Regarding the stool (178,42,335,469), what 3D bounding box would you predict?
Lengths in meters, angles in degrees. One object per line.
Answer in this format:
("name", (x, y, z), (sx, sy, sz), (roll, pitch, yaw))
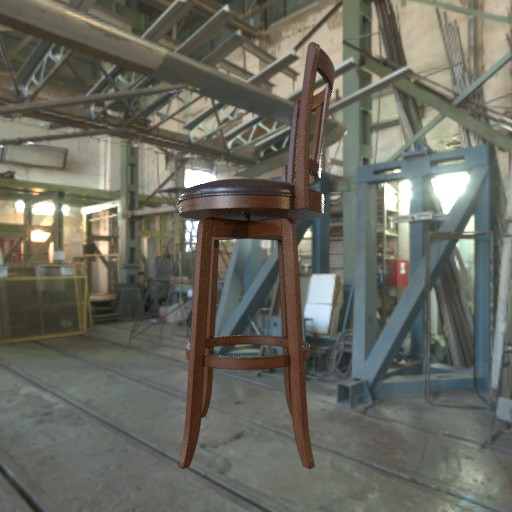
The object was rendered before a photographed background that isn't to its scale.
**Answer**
("stool", (0.000, 0.000, 1.439), (0.503, 1.177, 0.464), (0, -1, 0))
